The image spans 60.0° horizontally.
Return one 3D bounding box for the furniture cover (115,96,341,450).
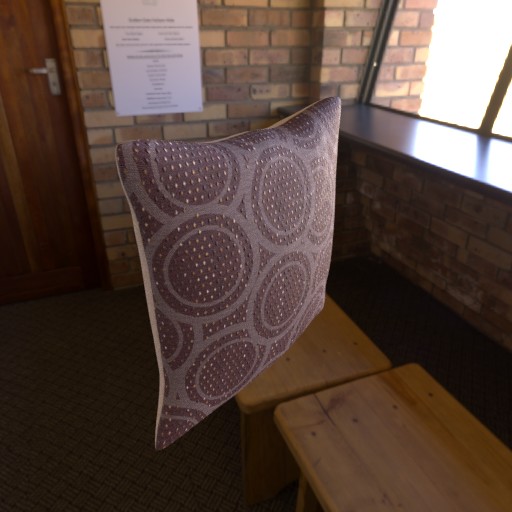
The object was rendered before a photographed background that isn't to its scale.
[{"bbox_3d":[0.000,0.000,0.819,0.193,0.509,0.552,19,32,32],"label":"furniture cover"}]
